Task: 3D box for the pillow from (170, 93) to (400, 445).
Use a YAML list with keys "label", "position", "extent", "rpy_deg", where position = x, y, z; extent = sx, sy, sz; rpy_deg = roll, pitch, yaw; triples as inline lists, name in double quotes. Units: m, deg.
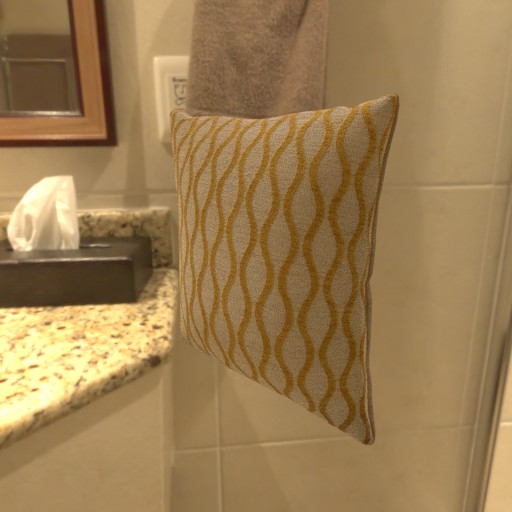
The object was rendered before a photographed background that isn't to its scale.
- label: "pillow"
  position: [0.000, 0.000, 0.664]
  extent: [0.159, 0.436, 0.429]
  rpy_deg: [-15, 21, -43]
